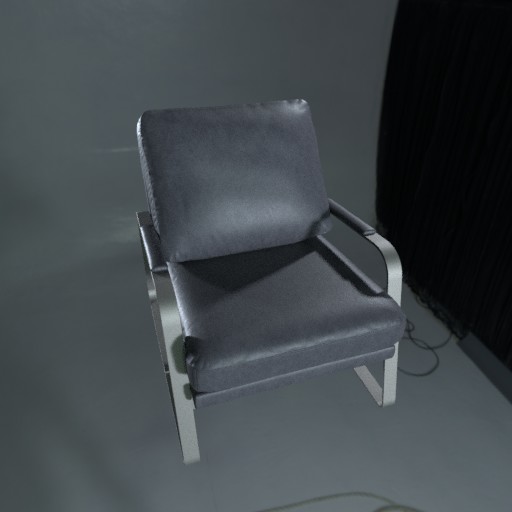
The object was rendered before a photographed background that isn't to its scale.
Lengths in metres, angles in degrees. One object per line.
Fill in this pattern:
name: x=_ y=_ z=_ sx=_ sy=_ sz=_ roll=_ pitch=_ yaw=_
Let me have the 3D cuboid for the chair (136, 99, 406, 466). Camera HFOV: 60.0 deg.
chair: x=0.000 y=0.000 z=1.456 sx=0.692 sy=0.839 sz=0.878 roll=-10 pitch=34 yaw=-15
